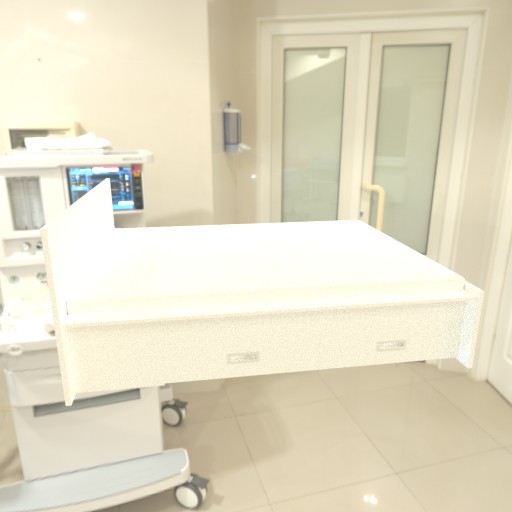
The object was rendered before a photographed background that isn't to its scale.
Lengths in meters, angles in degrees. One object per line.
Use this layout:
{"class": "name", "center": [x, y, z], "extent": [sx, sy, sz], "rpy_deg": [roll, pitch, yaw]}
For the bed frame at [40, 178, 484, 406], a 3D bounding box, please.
{"class": "bed frame", "center": [0.000, 0.000, 2.749], "extent": [1.960, 0.800, 1.622], "rpy_deg": [-3, 17, -9]}
